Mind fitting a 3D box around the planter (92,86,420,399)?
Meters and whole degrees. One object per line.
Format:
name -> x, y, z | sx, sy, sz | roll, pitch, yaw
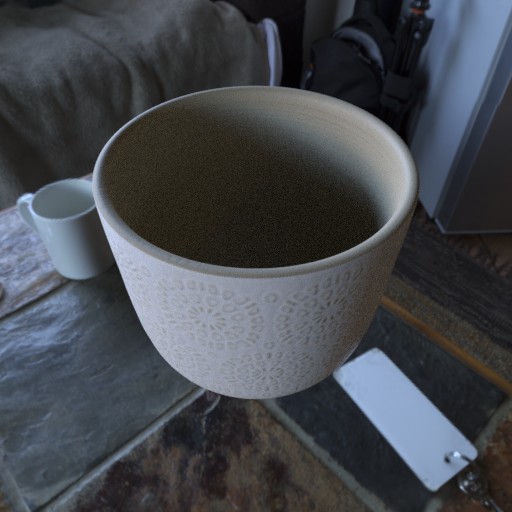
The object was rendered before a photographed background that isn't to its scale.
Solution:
planter -> 0.000, 0.000, 0.291 | 0.170, 0.152, 0.170 | 0, 46, 0
